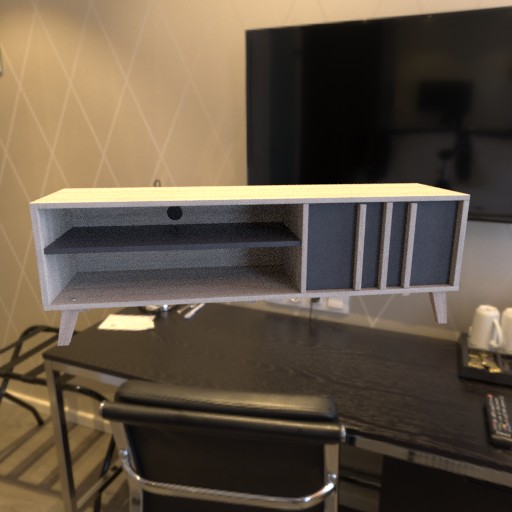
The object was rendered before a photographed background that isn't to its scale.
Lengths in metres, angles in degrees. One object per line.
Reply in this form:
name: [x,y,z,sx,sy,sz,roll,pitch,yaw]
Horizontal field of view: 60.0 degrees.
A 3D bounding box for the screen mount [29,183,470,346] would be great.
screen mount: [0.000,0.000,1.753,1.500,0.509,0.401,-2,15,-7]
